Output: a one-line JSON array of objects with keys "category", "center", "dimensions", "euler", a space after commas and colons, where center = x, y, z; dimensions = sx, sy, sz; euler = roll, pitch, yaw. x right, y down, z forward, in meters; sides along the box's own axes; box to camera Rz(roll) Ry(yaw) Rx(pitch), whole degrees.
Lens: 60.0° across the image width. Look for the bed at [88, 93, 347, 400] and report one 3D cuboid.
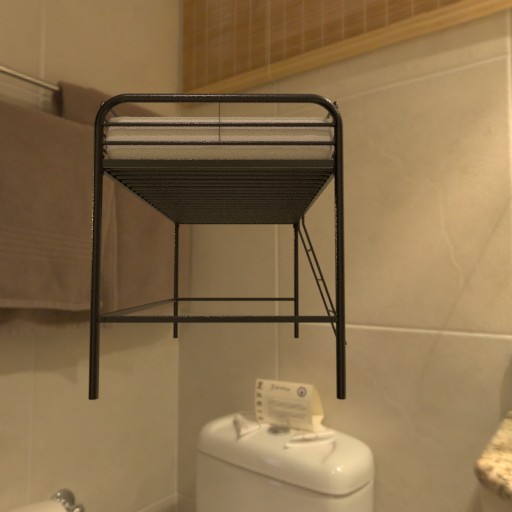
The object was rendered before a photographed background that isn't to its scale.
[{"category": "bed", "center": [0.000, 0.000, 2.830], "dimensions": [1.393, 1.289, 1.968], "euler": [0, -3, 0]}]
